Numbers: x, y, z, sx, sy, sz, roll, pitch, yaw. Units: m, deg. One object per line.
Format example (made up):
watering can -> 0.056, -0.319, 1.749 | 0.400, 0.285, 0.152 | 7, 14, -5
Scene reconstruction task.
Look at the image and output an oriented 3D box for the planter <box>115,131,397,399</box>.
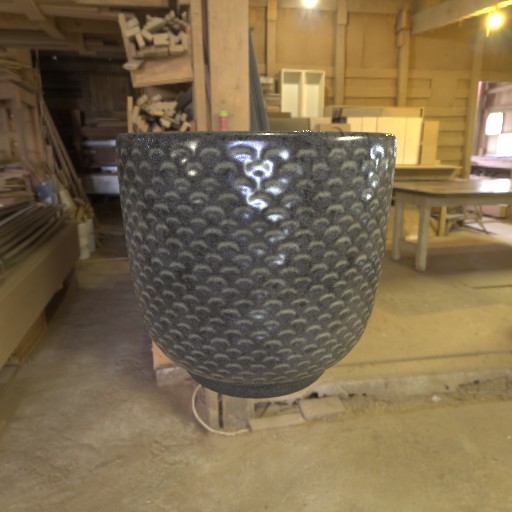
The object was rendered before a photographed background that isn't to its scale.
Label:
planter -> 0.000, 0.000, 0.244 | 0.140, 0.129, 0.140 | 0, 14, 0
